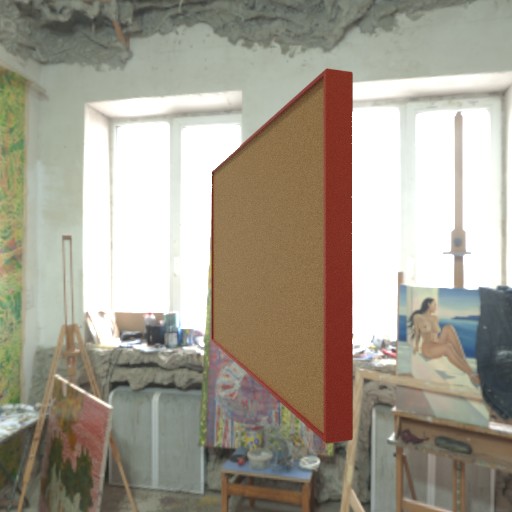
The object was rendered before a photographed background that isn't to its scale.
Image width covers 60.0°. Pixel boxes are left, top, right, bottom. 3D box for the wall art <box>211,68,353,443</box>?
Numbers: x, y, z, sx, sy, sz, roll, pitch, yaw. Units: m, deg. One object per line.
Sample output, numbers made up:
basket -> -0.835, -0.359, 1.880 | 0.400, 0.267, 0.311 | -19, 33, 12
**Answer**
wall art -> 0.000, 0.000, 0.772 | 0.033, 0.405, 0.607 | 0, 0, -17
